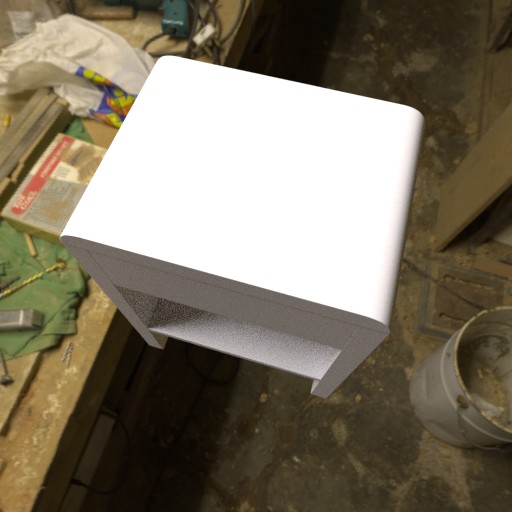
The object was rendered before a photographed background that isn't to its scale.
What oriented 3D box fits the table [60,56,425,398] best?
[{"bbox_3d":[0.000,0.000,0.880,0.450,0.590,0.350,15,65,7],"label":"table"}]
